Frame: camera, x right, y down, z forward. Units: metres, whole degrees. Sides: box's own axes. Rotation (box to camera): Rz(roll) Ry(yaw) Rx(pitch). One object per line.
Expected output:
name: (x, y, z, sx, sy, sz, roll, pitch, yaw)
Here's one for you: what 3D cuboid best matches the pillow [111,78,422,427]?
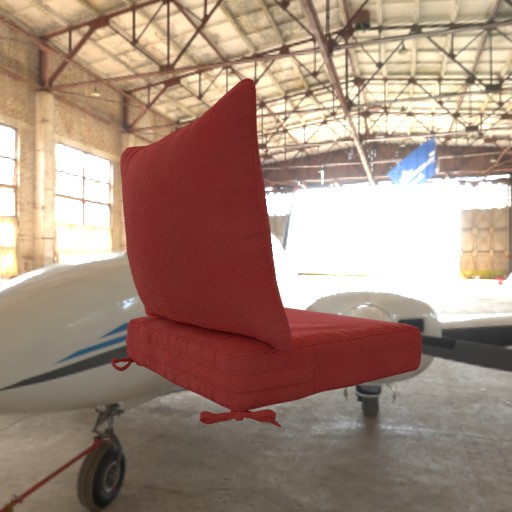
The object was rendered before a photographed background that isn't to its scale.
pillow: (0.000, 0.000, 1.362, 0.733, 0.725, 0.798, 0, -1, -35)
